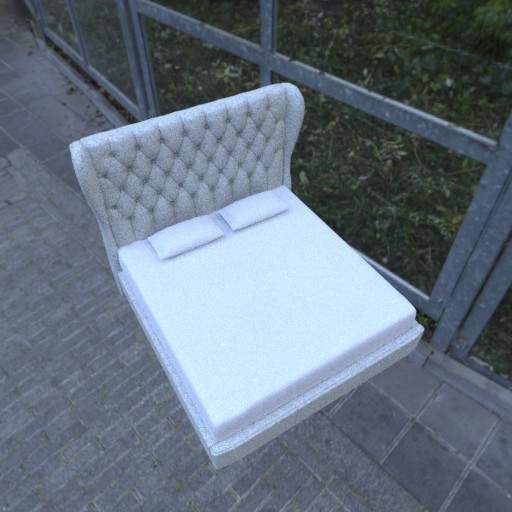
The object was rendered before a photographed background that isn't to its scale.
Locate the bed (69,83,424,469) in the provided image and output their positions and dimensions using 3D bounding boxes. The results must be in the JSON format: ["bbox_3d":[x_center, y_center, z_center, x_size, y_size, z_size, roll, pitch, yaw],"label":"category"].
[{"bbox_3d":[0.000,0.000,3.893,2.219,1.771,2.347,-24,51,-21],"label":"bed"}]
